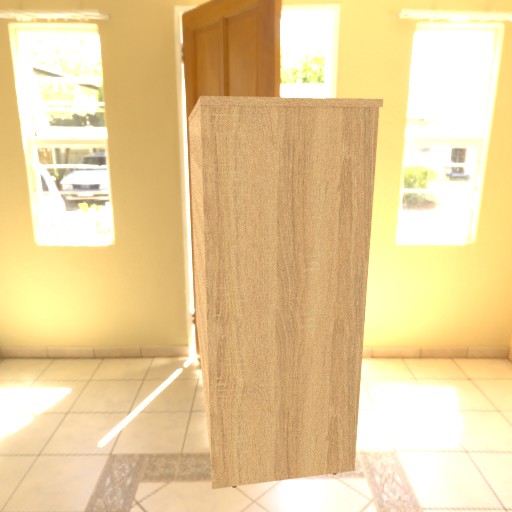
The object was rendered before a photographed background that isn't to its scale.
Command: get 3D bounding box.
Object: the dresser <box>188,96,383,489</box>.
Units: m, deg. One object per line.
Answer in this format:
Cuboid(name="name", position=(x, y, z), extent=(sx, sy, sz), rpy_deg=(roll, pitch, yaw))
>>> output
Cuboid(name="dresser", position=(0.000, 0.000, 1.448), extent=(0.380, 0.900, 0.980), rpy_deg=(-3, 15, -9))
